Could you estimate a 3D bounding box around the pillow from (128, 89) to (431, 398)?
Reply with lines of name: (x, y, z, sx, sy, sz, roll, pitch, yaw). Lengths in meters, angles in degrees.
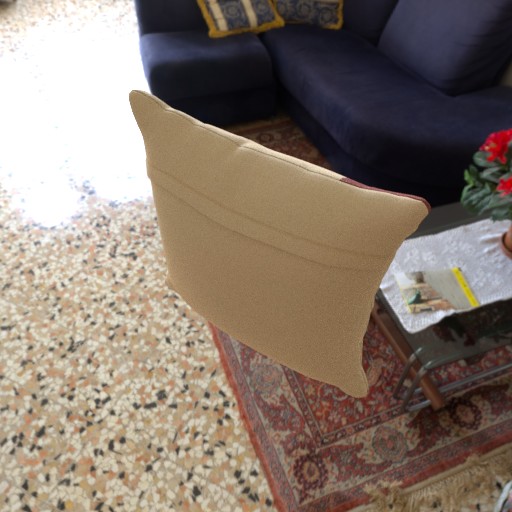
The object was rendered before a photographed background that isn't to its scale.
pillow: (0.000, 0.000, 0.813, 0.536, 0.506, 0.229, 26, 52, 23)
